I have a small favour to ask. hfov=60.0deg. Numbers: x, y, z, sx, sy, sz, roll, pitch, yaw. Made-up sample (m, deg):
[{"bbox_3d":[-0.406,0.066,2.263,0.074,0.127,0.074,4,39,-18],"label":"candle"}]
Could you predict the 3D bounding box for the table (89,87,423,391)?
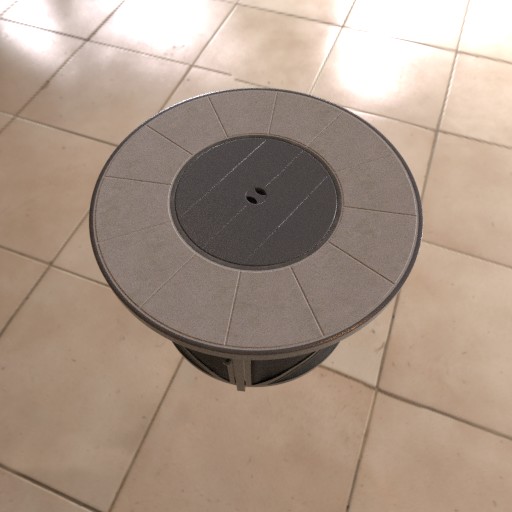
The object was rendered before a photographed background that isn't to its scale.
[{"bbox_3d":[0.000,0.000,1.513,0.914,0.650,0.914,0,59,0],"label":"table"}]
